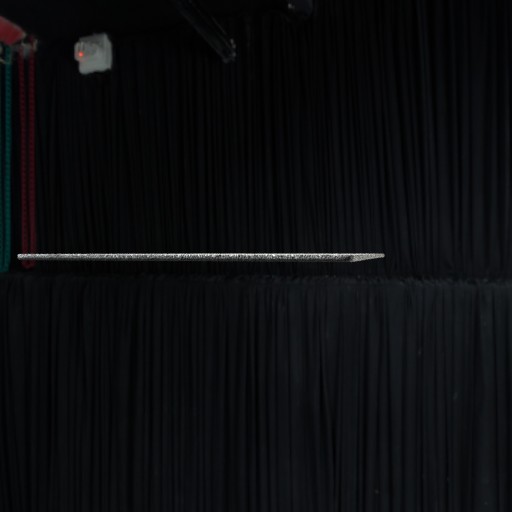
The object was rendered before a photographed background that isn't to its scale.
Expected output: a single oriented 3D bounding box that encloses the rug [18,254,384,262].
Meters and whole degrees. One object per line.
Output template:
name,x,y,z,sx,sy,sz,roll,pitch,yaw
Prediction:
rug,0.000,0.000,2.877,1.502,0.025,2.350,0,0,19
